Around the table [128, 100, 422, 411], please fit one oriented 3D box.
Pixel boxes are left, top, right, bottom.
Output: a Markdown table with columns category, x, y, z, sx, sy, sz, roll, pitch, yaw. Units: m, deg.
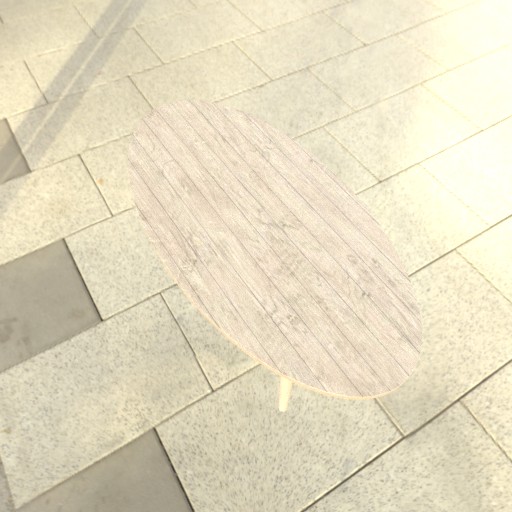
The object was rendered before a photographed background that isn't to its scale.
| category | x | y | z | sx | sy | sz | roll | pitch | yaw |
| --- | --- | --- | --- | --- | --- | --- | --- | --- | --- |
| table | 0.000 | 0.000 | 1.335 | 0.542 | 0.390 | 1.083 | -29 | 62 | -18 |
